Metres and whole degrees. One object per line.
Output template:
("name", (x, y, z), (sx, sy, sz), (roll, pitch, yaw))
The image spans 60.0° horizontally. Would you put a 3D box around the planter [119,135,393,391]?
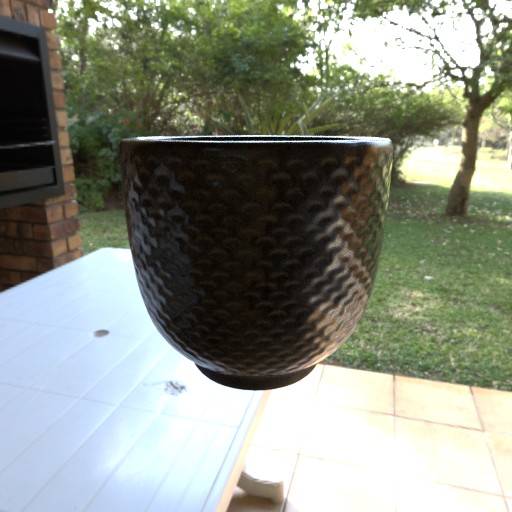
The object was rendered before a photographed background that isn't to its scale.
("planter", (0.000, 0.000, 0.310), (0.172, 0.160, 0.172), (0, 16, 0))
